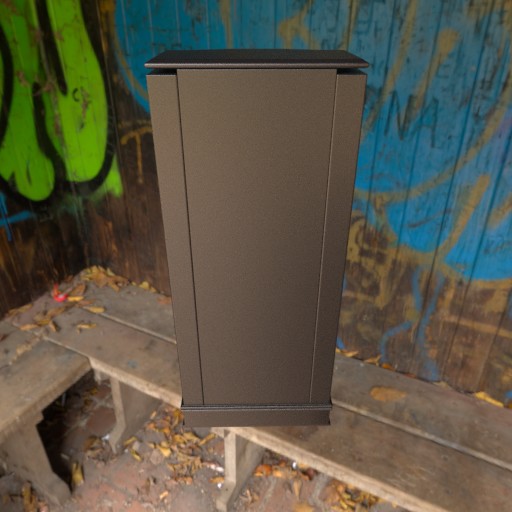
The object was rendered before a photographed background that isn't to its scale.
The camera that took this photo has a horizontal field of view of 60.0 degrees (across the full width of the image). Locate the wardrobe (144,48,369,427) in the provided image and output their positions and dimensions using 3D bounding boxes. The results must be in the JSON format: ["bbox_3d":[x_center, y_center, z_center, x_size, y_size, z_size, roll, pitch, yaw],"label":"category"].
[{"bbox_3d":[0.000,0.000,1.208,0.444,1.011,0.295,0,30,-1],"label":"wardrobe"}]
